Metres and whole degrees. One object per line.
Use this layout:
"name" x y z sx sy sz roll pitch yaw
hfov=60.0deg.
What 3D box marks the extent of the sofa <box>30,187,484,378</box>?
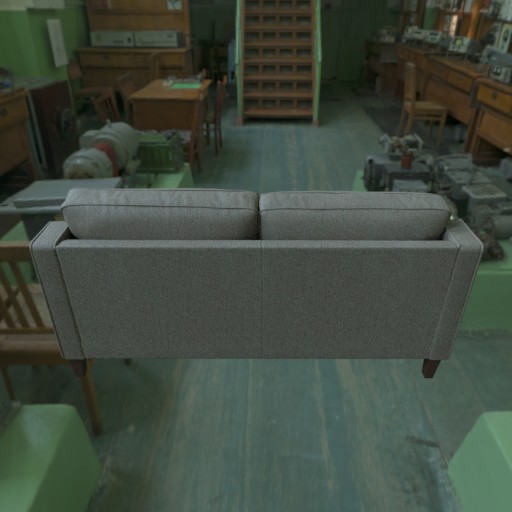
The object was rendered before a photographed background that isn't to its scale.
"sofa" 0.000 0.000 2.742 2.181 1.074 1.073 0 30 0
